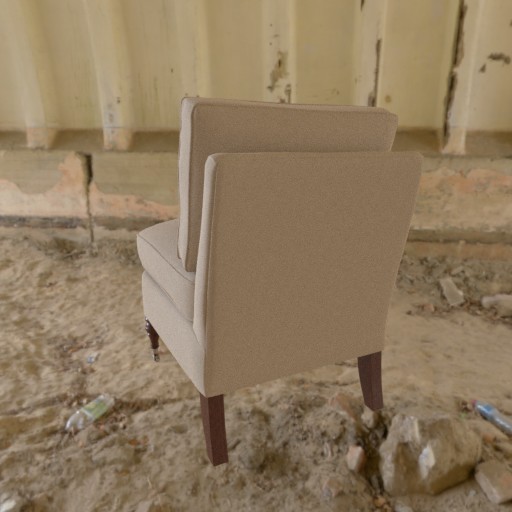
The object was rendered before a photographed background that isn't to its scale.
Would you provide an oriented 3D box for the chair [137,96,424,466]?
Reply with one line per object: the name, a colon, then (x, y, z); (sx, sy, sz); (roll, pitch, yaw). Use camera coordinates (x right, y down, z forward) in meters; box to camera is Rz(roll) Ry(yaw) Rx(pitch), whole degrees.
chair: (0.000, 0.000, 1.654); (0.724, 1.052, 0.912); (-7, 16, -26)
